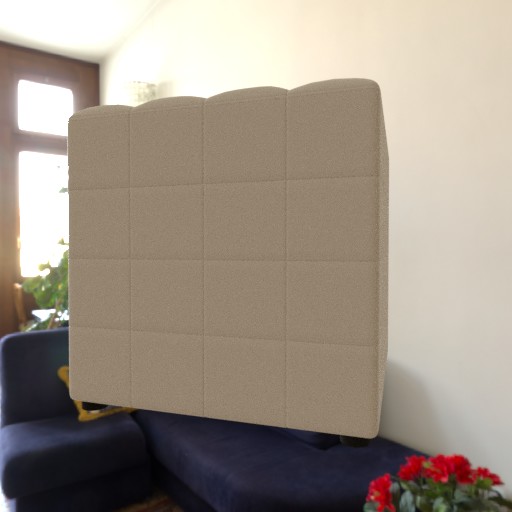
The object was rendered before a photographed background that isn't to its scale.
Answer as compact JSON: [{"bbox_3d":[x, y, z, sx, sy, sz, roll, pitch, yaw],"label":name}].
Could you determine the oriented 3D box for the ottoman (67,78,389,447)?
[{"bbox_3d":[0.000,0.000,0.759,0.425,0.432,0.425,0,1,18],"label":"ottoman"}]
